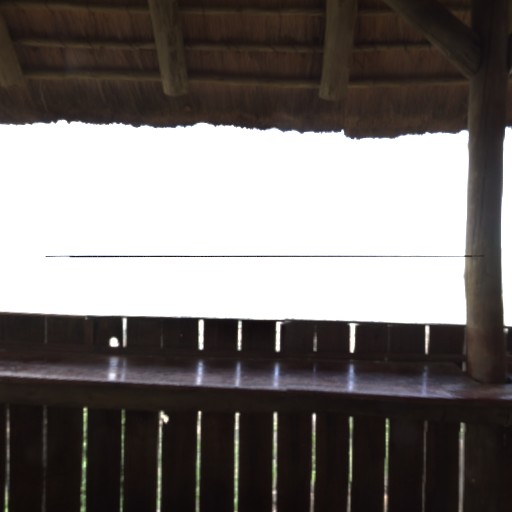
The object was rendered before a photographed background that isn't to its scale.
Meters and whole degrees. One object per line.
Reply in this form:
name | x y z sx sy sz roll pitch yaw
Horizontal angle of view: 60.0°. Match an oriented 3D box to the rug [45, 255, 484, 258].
rug | 0.000 0.000 3.026 2.434 0.010 1.516 0 0 -18
